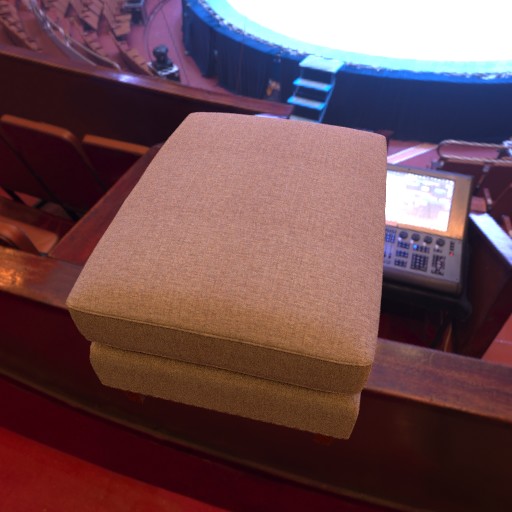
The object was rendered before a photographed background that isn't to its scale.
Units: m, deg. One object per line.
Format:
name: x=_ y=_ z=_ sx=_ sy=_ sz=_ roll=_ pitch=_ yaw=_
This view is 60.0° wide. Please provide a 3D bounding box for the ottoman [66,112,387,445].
ottoman: x=0.000 y=0.000 z=1.143 sx=0.584 sy=0.513 sz=0.741 roll=9 pitch=47 yaw=9
